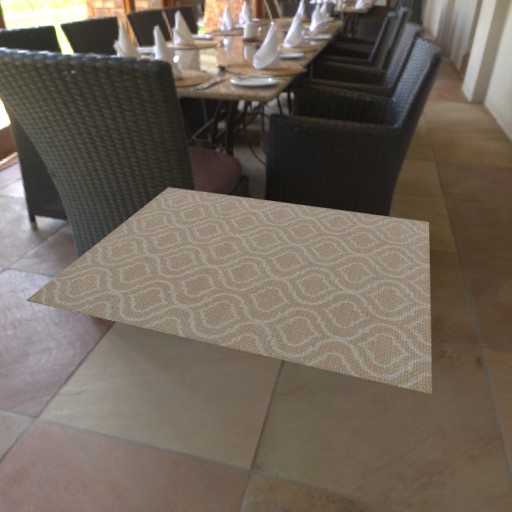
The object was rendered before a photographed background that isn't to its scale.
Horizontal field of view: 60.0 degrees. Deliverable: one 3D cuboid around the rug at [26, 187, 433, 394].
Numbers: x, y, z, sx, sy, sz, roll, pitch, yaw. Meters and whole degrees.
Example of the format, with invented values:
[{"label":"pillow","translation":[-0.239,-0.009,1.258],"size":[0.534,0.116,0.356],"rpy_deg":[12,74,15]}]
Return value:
[{"label":"rug","translation":[0.000,0.000,3.880],"size":[2.894,0.013,2.286],"rpy_deg":[10,33,15]}]
